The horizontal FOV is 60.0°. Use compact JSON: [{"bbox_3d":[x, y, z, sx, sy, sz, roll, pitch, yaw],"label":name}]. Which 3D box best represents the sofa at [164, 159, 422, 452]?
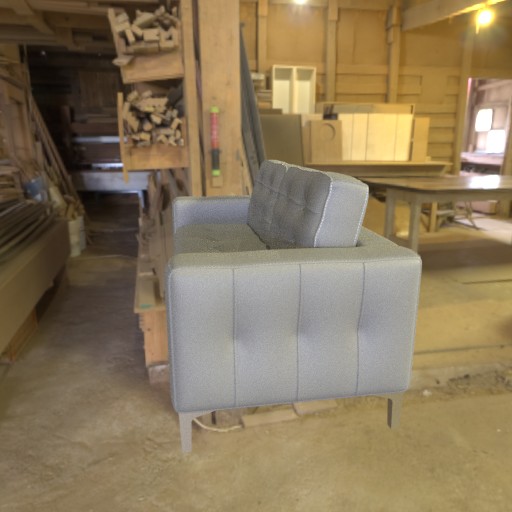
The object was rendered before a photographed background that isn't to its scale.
[{"bbox_3d":[0.000,0.000,2.205,0.833,0.893,1.726,-2,15,-9],"label":"sofa"}]
